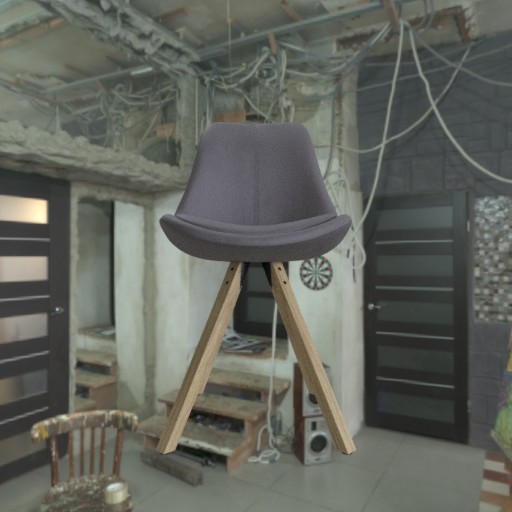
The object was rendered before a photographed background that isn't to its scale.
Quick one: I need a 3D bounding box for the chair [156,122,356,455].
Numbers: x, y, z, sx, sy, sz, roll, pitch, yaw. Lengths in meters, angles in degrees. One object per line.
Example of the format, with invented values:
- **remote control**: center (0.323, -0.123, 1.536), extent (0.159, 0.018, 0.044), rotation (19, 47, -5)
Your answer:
- **chair**: center (0.000, 0.000, 1.185), extent (0.483, 0.865, 0.547), rotation (0, 0, 0)
